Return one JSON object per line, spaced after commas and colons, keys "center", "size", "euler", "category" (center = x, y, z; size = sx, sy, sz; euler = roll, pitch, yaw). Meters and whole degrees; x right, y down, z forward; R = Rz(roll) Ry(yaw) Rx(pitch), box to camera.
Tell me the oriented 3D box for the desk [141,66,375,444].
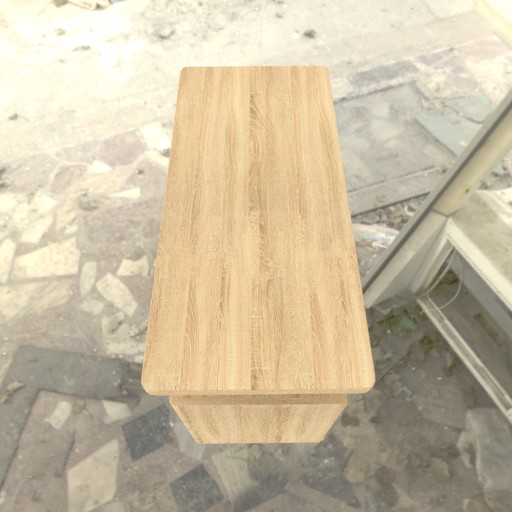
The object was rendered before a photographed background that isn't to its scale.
{"center": [0.000, 0.000, 1.664], "size": [0.550, 0.760, 1.200], "euler": [0, 58, 0], "category": "desk"}
